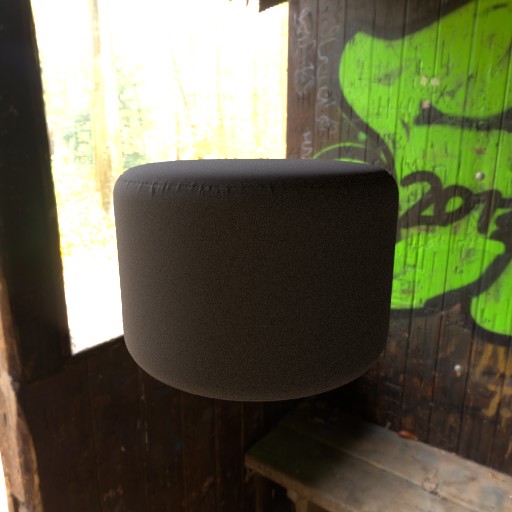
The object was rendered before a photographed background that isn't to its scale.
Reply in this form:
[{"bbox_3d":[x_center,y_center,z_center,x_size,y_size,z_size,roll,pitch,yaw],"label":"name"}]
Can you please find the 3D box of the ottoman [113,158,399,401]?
[{"bbox_3d":[0.000,0.000,1.020,0.608,0.433,0.608,0,14,0],"label":"ottoman"}]
